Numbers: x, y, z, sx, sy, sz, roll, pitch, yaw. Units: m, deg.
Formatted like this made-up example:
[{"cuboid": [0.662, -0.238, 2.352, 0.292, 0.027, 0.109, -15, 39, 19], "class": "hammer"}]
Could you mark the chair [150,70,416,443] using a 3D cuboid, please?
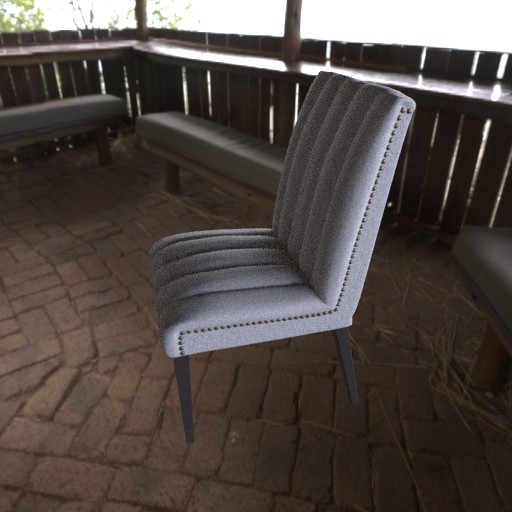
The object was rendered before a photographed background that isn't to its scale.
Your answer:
[{"cuboid": [0.000, 0.000, 1.385, 0.647, 1.016, 0.511, -8, 30, -13], "class": "chair"}]
